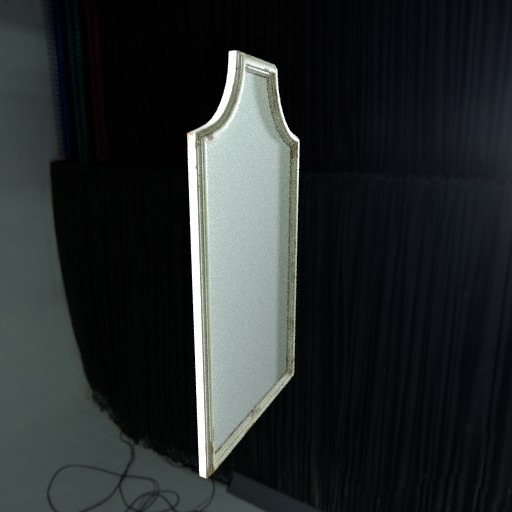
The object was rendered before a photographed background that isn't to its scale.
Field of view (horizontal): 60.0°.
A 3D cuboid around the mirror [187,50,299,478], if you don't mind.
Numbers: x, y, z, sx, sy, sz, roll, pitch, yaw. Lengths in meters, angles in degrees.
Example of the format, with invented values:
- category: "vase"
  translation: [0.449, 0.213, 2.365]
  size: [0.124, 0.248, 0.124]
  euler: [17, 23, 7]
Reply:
- category: "mirror"
  translation: [0.000, 0.000, 0.867]
  size: [0.022, 0.717, 0.403]
  euler: [7, 16, 26]
